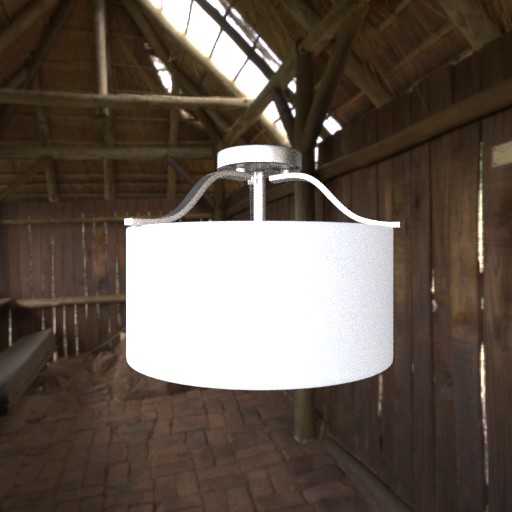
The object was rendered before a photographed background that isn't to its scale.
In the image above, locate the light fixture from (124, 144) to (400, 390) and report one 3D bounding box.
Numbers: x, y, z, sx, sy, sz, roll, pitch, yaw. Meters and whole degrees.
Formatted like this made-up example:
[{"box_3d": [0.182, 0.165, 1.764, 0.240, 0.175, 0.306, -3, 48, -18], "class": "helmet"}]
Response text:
[{"box_3d": [0.000, 0.000, 0.659, 0.395, 0.304, 0.395, 0, 0, 0], "class": "light fixture"}]
